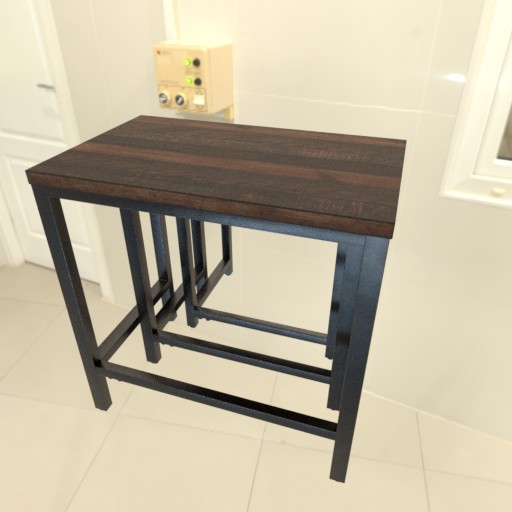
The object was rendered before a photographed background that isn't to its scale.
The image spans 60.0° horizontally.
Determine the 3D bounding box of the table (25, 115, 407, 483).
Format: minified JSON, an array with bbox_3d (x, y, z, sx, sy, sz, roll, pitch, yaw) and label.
[{"bbox_3d":[0.000,0.000,1.098,0.608,0.616,0.660,10,33,15],"label":"table"}]
